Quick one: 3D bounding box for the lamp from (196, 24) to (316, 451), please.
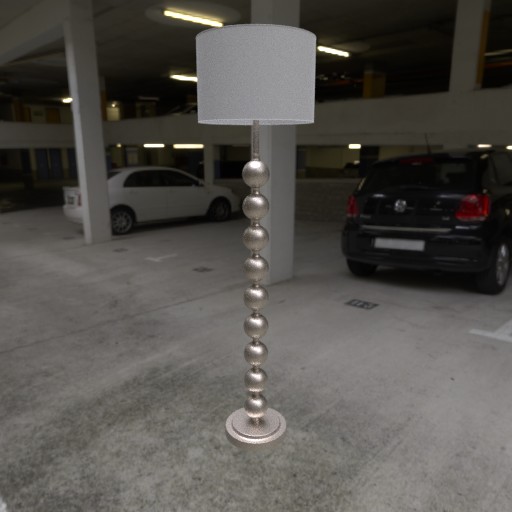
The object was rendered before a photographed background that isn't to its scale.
[{"bbox_3d":[0.000,0.000,1.631,0.394,1.474,0.394,-13,19,-42],"label":"lamp"}]
